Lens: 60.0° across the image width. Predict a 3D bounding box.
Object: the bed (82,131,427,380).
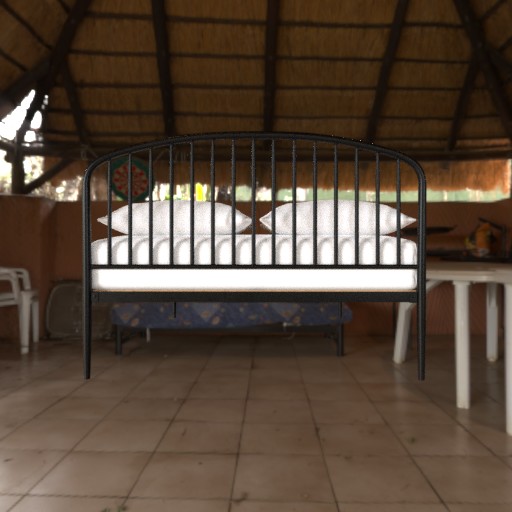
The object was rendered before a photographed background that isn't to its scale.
[{"bbox_3d":[0.000,0.000,3.142,1.618,1.166,2.159,0,0,1],"label":"bed"}]
